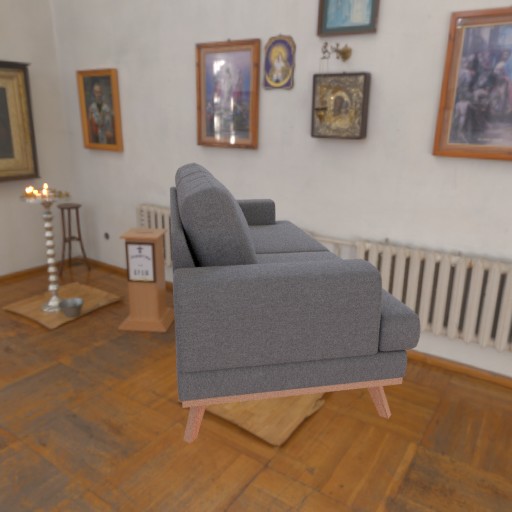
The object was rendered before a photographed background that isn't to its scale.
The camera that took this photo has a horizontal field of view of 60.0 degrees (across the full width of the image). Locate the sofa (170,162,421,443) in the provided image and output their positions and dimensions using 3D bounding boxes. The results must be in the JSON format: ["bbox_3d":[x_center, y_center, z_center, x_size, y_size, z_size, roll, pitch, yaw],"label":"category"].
[{"bbox_3d":[0.000,0.000,2.113,0.785,0.810,1.650,-3,16,-10],"label":"sofa"}]
